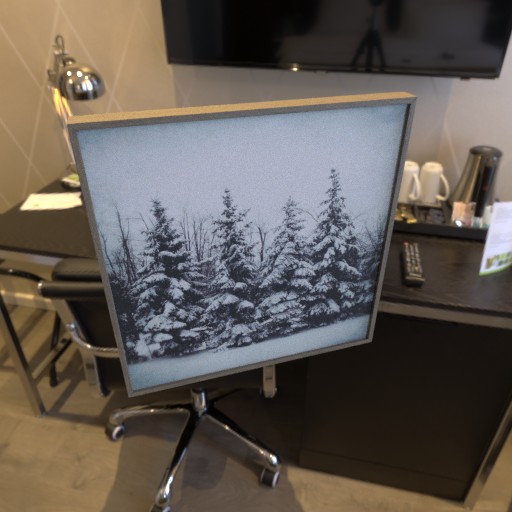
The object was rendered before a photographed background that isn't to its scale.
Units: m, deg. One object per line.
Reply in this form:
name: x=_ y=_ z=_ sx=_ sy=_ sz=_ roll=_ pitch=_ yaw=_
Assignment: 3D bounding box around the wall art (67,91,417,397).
wall art: x=0.000 y=0.000 z=0.768 sx=0.507 sy=0.507 sz=0.037 roll=-9 pitch=33 yaw=-14
